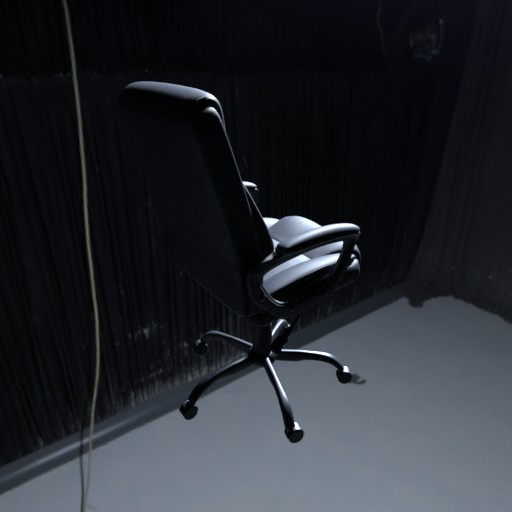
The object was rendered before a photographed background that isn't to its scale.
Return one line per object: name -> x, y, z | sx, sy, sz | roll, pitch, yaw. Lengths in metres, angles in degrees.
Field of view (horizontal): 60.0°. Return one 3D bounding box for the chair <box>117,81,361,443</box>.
chair -> 0.000, 0.000, 1.446 | 0.655, 1.072, 0.615 | -17, 30, -31
